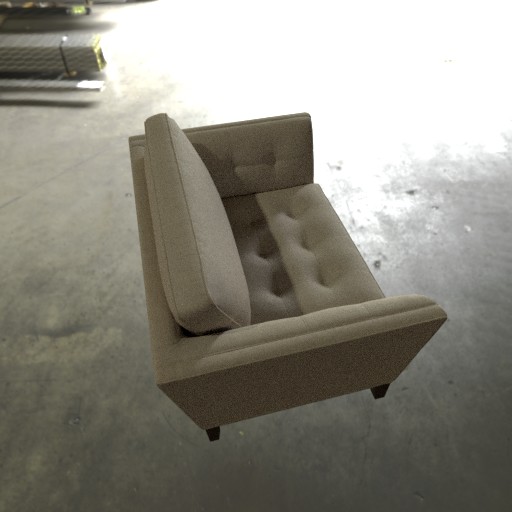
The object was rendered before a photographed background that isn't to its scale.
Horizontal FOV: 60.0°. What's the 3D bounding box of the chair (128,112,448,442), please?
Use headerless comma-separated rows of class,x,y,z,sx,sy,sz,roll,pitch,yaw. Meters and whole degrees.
chair,0.000,0.000,2.045,0.965,0.940,1.397,-11,47,-10
